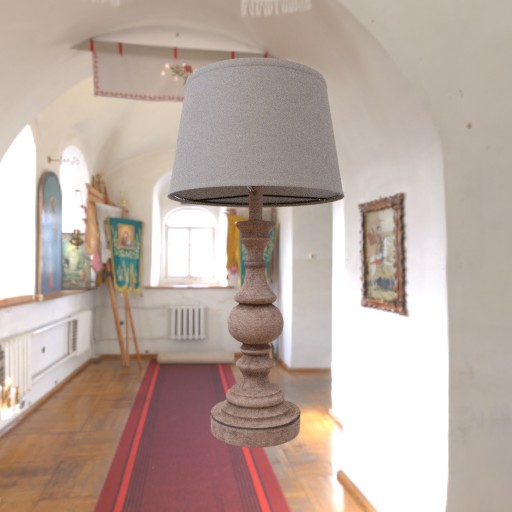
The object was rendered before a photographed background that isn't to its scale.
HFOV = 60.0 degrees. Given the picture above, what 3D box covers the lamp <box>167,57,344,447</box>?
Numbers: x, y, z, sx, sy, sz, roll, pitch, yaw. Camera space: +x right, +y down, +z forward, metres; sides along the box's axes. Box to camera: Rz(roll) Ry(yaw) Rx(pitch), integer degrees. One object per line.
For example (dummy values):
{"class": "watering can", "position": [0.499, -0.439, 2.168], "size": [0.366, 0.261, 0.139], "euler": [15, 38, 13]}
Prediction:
{"class": "lamp", "position": [0.000, 0.000, 0.868], "size": [0.340, 0.678, 0.340], "euler": [0, 1, 0]}
